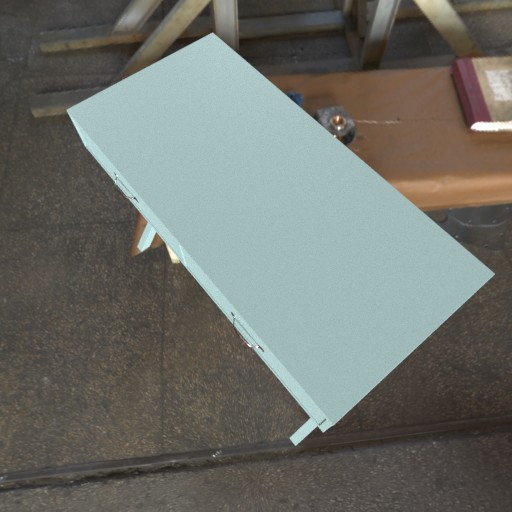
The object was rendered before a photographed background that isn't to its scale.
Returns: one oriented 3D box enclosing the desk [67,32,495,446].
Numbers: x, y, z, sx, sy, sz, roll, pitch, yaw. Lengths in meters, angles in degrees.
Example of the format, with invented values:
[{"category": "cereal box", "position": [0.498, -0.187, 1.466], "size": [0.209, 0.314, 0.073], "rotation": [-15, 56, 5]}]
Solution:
[{"category": "desk", "position": [0.000, 0.000, 1.455], "size": [0.525, 0.780, 1.057], "rotation": [-36, 69, -17]}]
